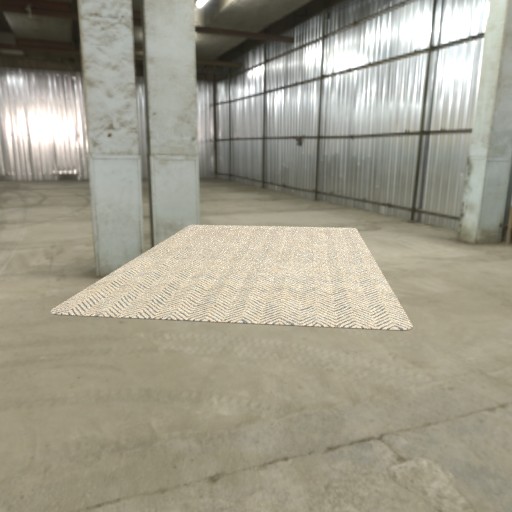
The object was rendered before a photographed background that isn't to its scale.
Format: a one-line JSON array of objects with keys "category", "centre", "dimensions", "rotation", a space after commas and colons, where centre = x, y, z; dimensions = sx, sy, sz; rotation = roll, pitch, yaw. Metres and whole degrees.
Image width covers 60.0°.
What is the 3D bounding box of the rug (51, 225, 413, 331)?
[{"category": "rug", "centre": [0.000, 0.000, 2.199], "dimensions": [1.144, 0.008, 1.752], "rotation": [2, 13, 7]}]
